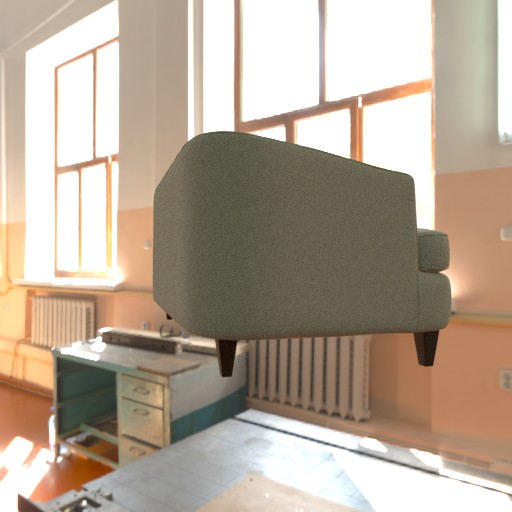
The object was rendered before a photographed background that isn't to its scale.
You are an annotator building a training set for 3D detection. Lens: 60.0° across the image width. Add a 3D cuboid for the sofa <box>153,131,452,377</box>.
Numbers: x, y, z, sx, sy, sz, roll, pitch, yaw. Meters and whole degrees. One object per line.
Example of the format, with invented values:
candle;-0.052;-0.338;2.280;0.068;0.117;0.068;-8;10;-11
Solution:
sofa;0.000;0.000;2.216;0.941;0.855;1.733;0;-1;-18
